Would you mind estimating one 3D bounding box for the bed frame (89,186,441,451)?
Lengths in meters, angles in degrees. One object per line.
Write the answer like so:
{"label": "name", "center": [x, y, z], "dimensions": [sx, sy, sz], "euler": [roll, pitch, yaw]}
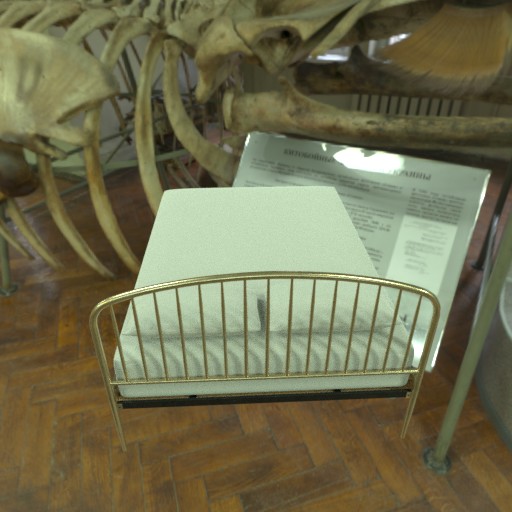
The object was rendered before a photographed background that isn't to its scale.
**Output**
{"label": "bed frame", "center": [0.000, 0.000, 3.094], "dimensions": [1.612, 1.175, 2.152], "euler": [-2, 32, -2]}
